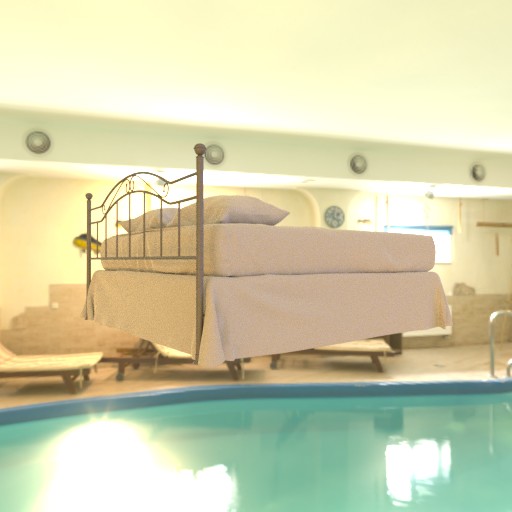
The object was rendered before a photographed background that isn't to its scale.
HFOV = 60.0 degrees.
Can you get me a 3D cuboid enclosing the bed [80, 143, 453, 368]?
[{"bbox_3d":[0.000,0.000,3.605,2.220,1.080,2.309,0,-1,-36],"label":"bed"}]
